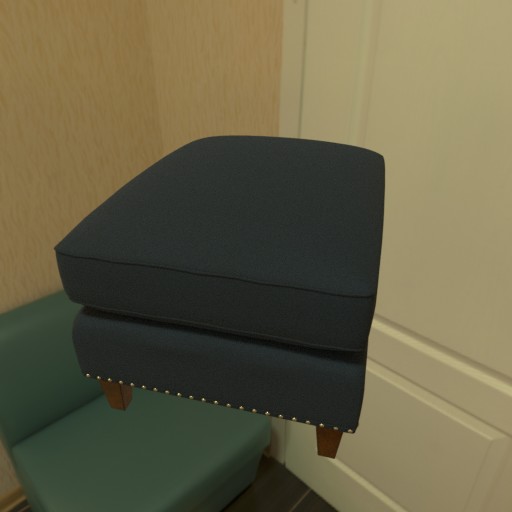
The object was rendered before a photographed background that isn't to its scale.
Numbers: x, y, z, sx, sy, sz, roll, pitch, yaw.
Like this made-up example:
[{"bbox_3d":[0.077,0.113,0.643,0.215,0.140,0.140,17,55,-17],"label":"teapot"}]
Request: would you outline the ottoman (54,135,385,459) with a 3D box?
[{"bbox_3d":[0.000,0.000,1.118,0.584,0.513,0.741,8,31,13],"label":"ottoman"}]
